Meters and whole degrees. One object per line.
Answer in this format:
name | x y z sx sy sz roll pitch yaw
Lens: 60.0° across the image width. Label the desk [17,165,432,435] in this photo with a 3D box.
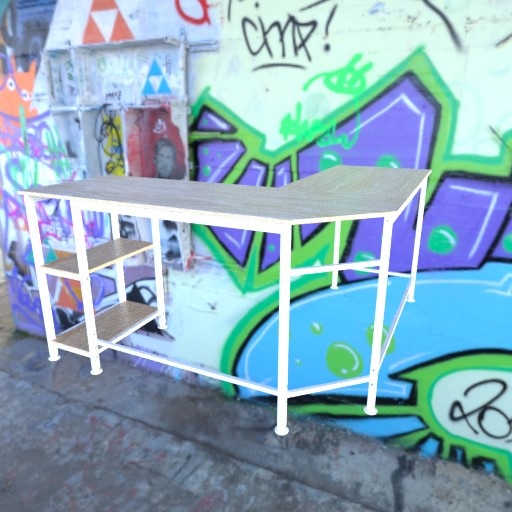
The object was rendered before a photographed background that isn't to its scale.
desk | 0.000 0.000 2.128 1.379 0.739 1.379 8 20 24
